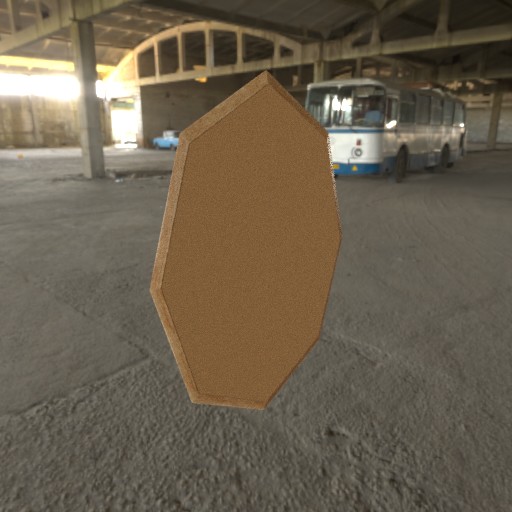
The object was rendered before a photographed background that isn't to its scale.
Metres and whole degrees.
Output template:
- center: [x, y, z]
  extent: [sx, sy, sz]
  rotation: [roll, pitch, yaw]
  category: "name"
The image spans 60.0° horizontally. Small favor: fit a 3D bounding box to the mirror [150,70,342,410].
- center: [0.000, 0.000, 1.001]
  extent: [0.577, 0.774, 0.070]
  rotation: [-15, 22, -42]
  category: "mirror"
